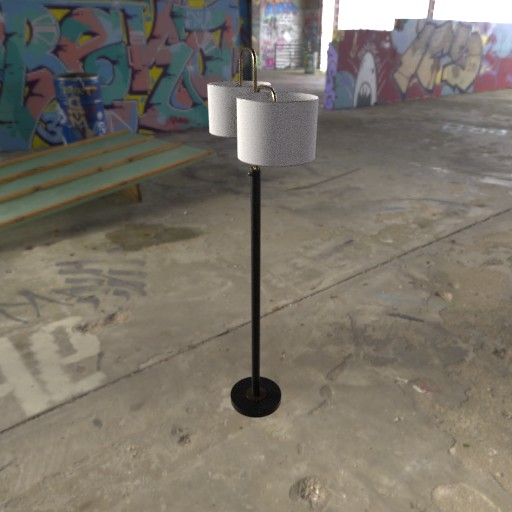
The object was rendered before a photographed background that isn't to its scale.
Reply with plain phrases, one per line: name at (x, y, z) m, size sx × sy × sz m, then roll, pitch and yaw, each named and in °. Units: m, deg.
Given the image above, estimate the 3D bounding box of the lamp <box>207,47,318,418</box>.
lamp at (0.000, 0.000, 1.866) m, size 0.254 × 1.587 × 0.711 m, roll -8°, pitch 27°, yaw -15°
